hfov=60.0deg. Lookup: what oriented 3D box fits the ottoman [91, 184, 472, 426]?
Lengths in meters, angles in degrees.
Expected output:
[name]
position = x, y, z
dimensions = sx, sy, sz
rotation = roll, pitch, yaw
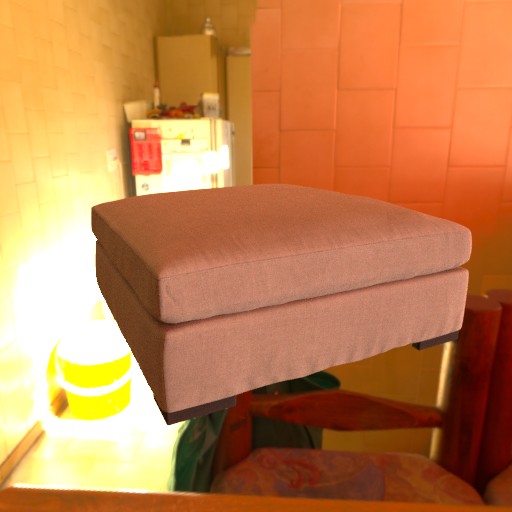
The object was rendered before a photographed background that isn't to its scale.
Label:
[ottoman]
position = 0.000, 0.000, 1.836
dimensions = 1.171, 0.517, 1.203
rotation = -8, 17, -26
